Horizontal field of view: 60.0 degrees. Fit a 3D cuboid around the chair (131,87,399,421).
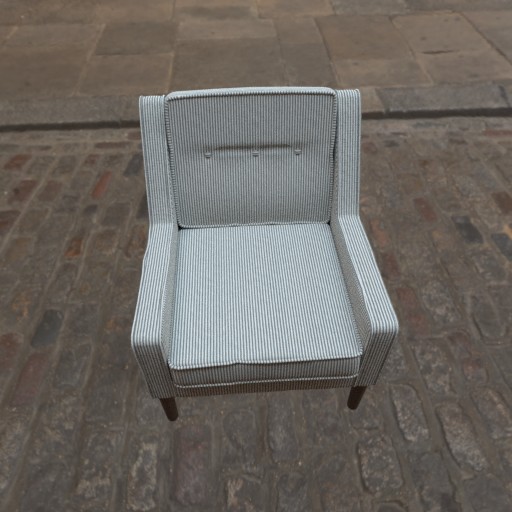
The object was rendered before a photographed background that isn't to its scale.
[{"bbox_3d":[0.000,0.000,1.350,0.663,0.792,0.743,-3,47,-3],"label":"chair"}]
